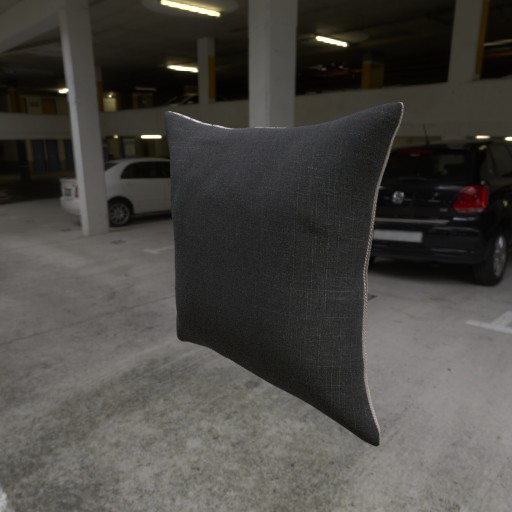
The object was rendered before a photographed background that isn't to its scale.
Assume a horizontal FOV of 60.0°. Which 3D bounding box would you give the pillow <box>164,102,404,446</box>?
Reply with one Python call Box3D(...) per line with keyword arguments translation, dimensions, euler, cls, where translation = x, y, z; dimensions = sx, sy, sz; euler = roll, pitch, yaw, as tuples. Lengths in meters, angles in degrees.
Box3D(translation=(0.000, 0.000, 0.691), dimensions=(0.138, 0.444, 0.468), euler=(-14, 21, -42), cls="pillow")
